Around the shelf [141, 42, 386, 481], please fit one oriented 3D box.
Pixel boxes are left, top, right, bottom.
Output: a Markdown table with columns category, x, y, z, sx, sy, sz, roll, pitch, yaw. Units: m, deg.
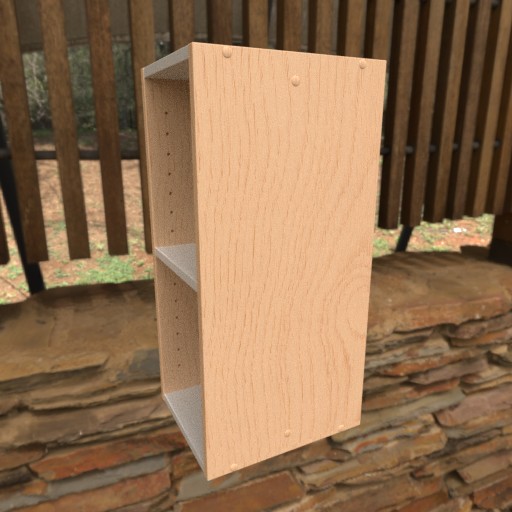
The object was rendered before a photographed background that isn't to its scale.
| category | x | y | z | sx | sy | sz | roll | pitch | yaw |
| --- | --- | --- | --- | --- | --- | --- | --- | --- | --- |
| shelf | 0.000 | 0.000 | 0.751 | 0.290 | 0.600 | 0.250 | -8 | 17 | -26 |
